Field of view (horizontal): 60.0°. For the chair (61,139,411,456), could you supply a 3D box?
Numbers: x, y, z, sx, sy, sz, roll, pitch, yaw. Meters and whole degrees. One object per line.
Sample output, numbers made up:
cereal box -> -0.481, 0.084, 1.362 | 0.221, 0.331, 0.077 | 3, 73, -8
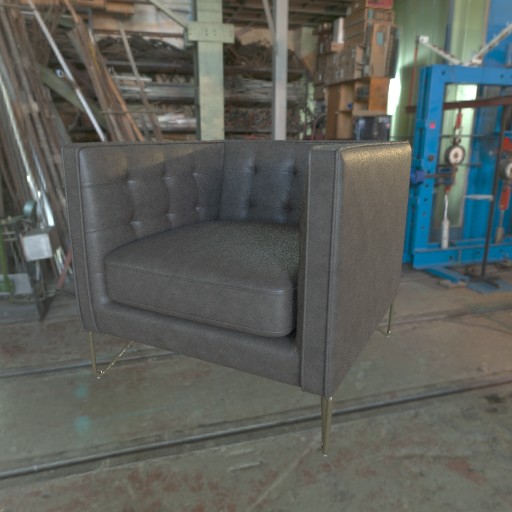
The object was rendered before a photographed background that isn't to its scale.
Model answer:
chair -> 0.000, 0.000, 1.569 | 0.880, 0.790, 0.894 | 8, 17, 27
